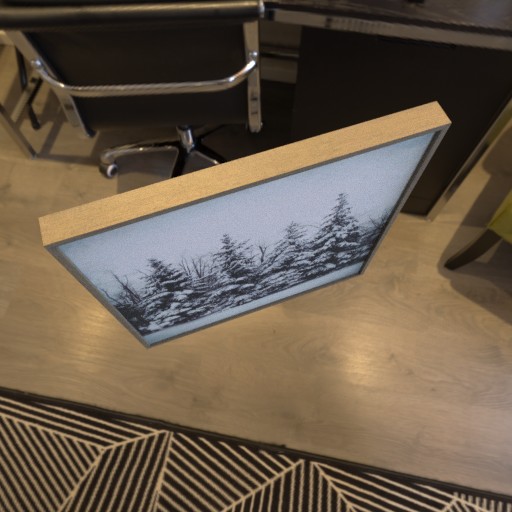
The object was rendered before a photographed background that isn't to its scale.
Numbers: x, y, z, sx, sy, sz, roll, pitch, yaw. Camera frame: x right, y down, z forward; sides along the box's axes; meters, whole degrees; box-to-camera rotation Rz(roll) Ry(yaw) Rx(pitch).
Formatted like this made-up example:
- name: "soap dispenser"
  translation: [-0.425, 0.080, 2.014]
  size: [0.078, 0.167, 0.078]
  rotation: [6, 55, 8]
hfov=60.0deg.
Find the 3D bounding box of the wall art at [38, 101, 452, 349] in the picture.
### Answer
- name: "wall art"
  translation: [0.000, 0.000, 0.757]
  size: [0.507, 0.507, 0.037]
  rotation: [-18, 67, -8]
